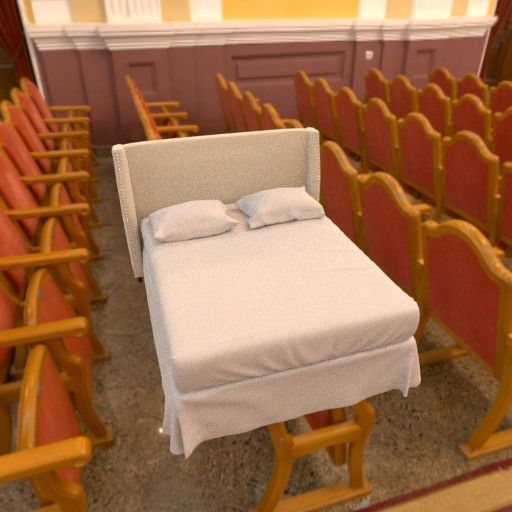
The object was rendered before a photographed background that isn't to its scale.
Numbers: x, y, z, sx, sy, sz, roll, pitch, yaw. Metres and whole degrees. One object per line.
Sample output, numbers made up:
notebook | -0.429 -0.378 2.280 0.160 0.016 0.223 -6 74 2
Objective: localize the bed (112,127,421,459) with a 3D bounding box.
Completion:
bed | 0.000 0.000 3.501 1.925 1.332 2.276 -9 33 -15
